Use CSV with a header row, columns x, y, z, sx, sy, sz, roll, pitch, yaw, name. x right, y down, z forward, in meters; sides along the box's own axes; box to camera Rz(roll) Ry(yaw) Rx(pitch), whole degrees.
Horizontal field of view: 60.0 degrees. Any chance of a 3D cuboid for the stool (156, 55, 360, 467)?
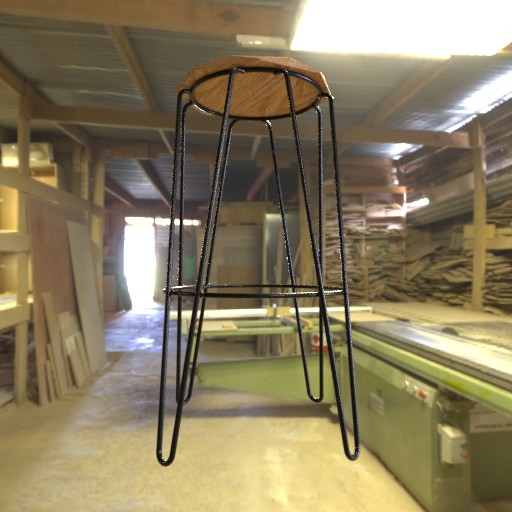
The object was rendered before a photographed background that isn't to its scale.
x,y,z,sx,sy,sz,roll,pitch,yaw,name
0.000,0.000,0.792,0.326,0.610,0.326,0,-1,-3,stool
